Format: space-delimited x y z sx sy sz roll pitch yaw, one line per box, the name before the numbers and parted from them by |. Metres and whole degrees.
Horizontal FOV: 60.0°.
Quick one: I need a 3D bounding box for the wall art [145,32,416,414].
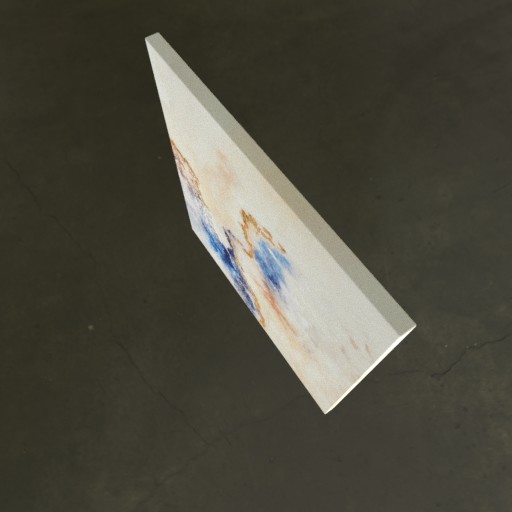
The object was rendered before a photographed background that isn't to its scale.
wall art | 0.000 0.000 1.288 0.038 0.889 0.889 -31 67 -15
